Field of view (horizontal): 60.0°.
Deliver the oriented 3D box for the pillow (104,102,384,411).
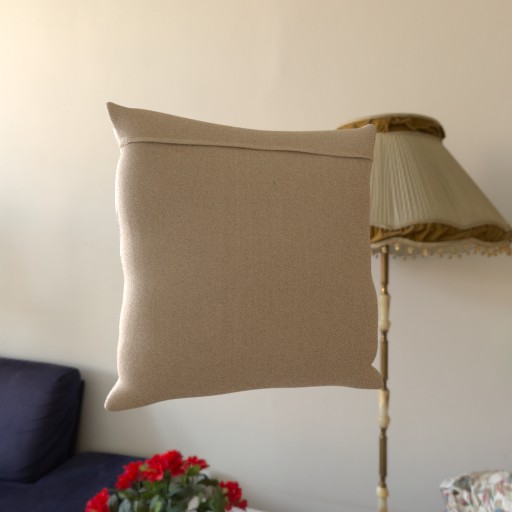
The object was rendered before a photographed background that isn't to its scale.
[{"bbox_3d":[0.000,0.000,0.680,0.440,0.441,0.182,0,0,-18],"label":"pillow"}]
